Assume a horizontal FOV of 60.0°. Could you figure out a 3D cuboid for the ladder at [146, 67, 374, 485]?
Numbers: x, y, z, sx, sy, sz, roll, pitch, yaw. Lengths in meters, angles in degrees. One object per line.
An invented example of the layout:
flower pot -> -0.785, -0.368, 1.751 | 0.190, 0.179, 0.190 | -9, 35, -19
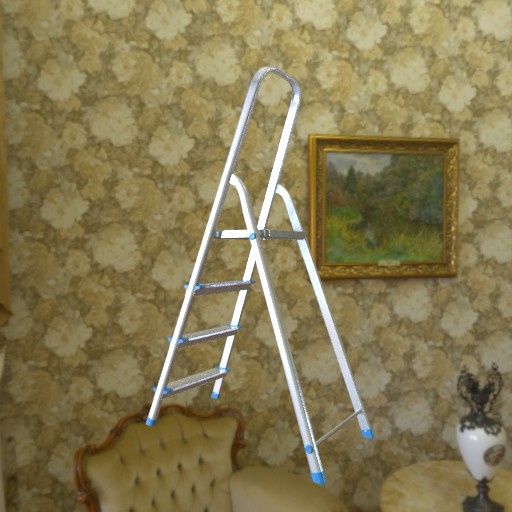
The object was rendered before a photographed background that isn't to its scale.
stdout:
ladder -> 0.000, 0.000, 1.811 | 0.842, 1.434, 0.445 | 1, 1, 36
